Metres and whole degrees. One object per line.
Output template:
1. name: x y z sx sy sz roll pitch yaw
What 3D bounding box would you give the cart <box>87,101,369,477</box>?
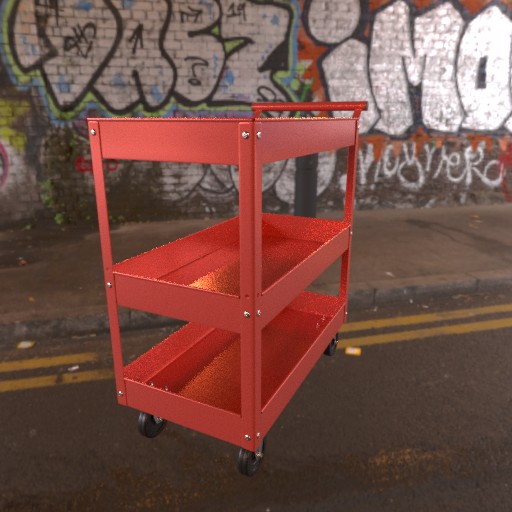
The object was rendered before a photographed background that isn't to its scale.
1. cart: 0.000 0.000 1.158 0.366 0.780 0.719 8 19 25
